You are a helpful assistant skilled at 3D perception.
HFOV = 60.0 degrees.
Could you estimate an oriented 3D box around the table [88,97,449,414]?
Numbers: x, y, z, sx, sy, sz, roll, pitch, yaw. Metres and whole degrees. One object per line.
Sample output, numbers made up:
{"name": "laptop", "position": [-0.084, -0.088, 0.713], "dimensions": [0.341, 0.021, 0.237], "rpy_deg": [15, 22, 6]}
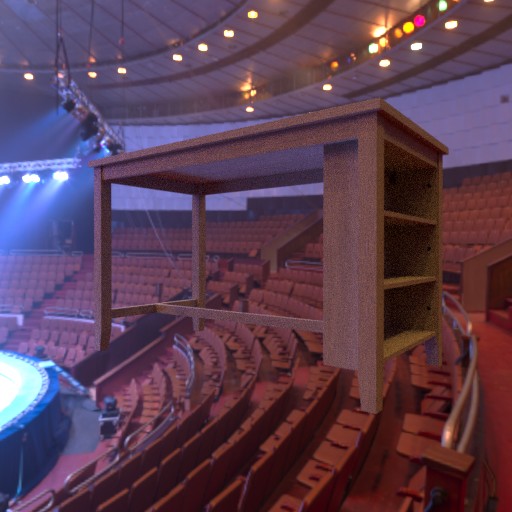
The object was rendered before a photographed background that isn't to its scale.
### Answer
{"name": "table", "position": [0.000, 0.000, 1.921], "dimensions": [1.397, 0.874, 0.729], "rpy_deg": [0, 1, 37]}
